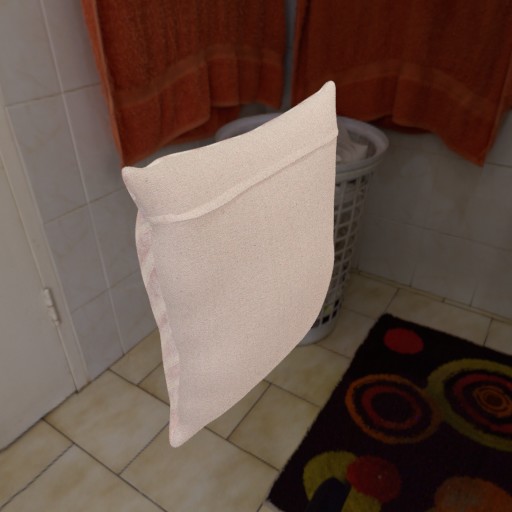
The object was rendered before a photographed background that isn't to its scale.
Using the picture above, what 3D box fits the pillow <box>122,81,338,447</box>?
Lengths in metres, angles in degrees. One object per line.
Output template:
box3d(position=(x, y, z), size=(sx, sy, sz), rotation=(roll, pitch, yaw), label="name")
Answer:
box3d(position=(0.000, 0.000, 0.678), size=(0.182, 0.441, 0.440), rotation=(21, 39, 29), label="pillow")
